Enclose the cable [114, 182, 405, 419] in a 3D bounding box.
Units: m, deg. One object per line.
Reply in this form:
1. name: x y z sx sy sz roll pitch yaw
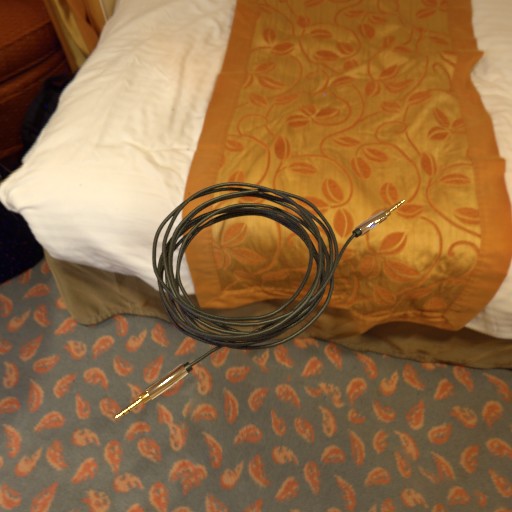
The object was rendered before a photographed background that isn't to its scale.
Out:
1. cable: 0.000 0.000 0.507 0.432 0.069 0.198 -33 64 -18
